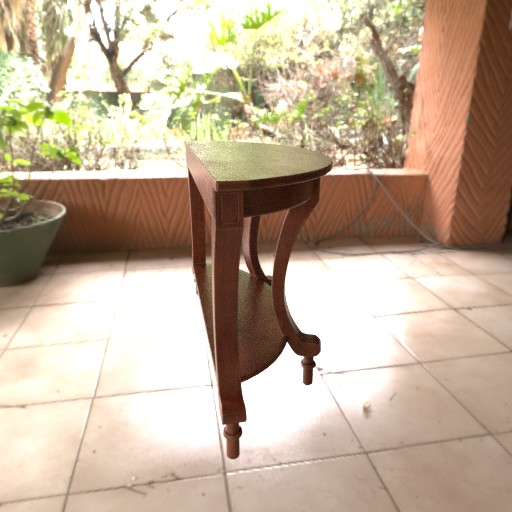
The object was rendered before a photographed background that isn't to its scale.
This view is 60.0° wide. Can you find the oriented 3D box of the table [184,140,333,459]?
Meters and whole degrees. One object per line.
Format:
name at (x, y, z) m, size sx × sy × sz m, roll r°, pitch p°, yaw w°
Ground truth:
table at (0.000, 0.000, 1.521) m, size 0.394 × 0.699 × 1.198 m, roll -4°, pitch 18°, yaw -11°
